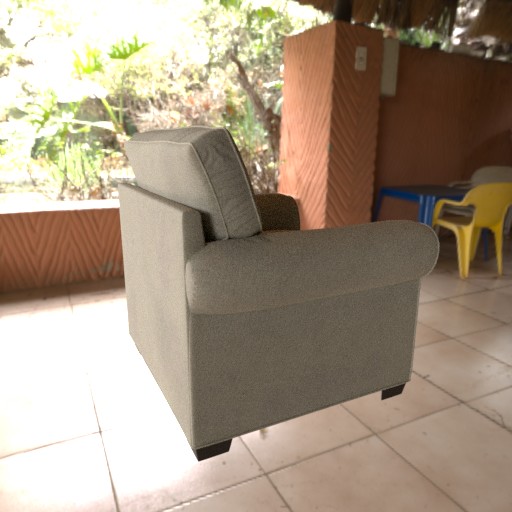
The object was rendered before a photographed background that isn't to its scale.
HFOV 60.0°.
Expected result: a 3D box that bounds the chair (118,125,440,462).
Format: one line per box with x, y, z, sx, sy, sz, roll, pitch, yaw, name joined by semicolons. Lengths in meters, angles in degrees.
0.000;0.000;1.882;0.939;1.044;1.147;-7;16;-26;chair
